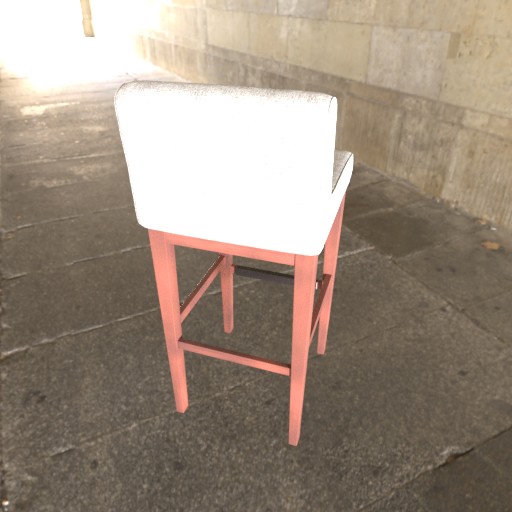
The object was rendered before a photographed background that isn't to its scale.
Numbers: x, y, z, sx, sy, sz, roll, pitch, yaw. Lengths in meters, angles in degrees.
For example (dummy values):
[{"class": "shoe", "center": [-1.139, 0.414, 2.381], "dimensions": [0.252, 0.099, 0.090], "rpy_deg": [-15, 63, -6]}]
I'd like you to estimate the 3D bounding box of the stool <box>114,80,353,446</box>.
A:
[{"class": "stool", "center": [0.000, 0.000, 1.229], "dimensions": [0.426, 0.965, 0.499], "rpy_deg": [10, 33, 16]}]
